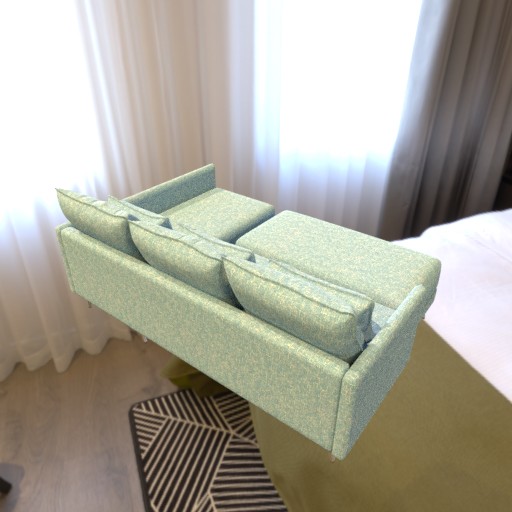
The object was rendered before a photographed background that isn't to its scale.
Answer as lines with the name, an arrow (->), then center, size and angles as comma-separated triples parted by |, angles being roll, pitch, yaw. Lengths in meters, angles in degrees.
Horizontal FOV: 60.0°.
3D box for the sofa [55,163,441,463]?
sofa -> 0.000, 0.000, 2.744 | 2.034, 0.899, 1.420 | 22, 38, 31
